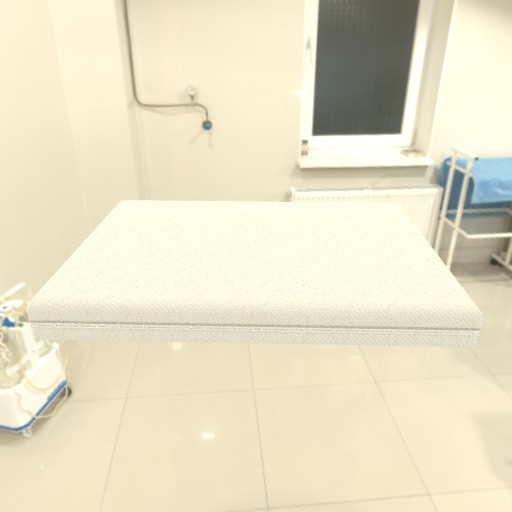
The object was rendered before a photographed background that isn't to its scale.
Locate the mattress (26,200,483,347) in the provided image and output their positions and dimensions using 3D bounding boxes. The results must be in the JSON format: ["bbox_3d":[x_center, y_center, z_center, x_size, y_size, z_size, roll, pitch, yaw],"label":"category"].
[{"bbox_3d":[0.000,0.000,2.576,2.000,0.200,1.400,1,26,2],"label":"mattress"}]
